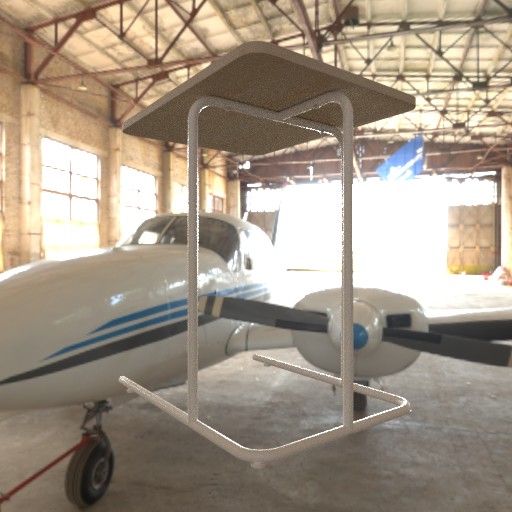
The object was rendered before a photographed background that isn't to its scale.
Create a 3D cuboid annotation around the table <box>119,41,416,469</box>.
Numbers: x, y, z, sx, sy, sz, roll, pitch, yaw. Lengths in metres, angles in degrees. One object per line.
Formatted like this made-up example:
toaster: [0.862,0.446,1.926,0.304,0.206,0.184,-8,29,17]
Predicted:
table: [0.000,0.000,0.857,0.370,0.550,0.480,0,0,-37]
